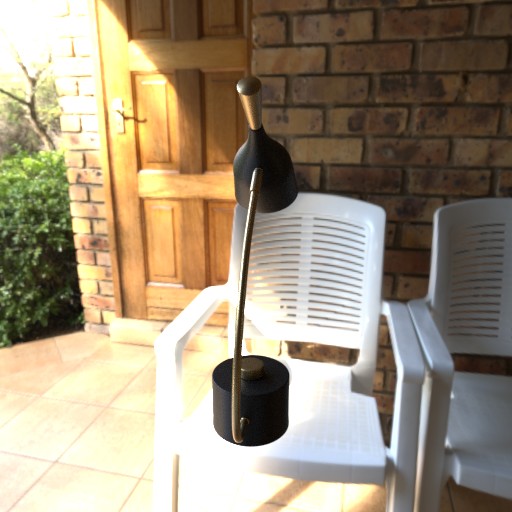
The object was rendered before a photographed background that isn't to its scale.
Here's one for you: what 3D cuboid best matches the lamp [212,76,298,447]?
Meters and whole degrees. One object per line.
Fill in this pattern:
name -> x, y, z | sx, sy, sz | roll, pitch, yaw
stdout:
lamp -> 0.000, 0.000, 0.629 | 0.110, 0.464, 0.352 | 2, 16, 7
